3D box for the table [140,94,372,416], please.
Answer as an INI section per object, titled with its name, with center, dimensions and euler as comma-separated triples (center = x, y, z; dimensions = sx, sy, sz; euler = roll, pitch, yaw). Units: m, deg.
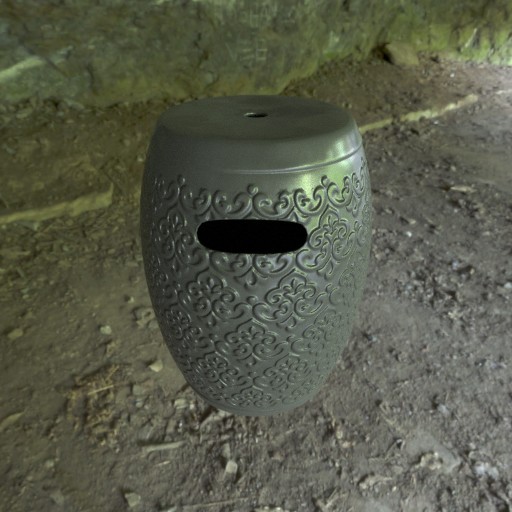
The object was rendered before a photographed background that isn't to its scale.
[table]
center = 0.000, 0.000, 0.628
dimensions = 0.309, 0.397, 0.309
euler = 0, 31, 0
